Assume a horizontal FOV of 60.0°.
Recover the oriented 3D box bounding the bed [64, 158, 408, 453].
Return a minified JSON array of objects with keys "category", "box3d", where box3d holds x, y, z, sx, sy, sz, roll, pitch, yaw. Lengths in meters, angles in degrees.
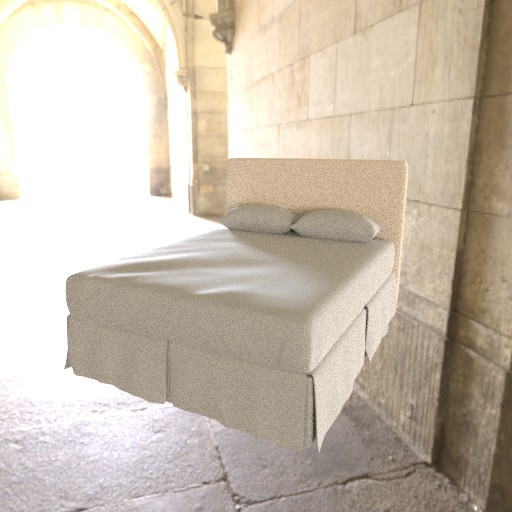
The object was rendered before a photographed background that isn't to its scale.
[{"category":"bed","box3d":[0.000,0.000,3.217,1.748,1.330,2.142,7,16,27]}]
